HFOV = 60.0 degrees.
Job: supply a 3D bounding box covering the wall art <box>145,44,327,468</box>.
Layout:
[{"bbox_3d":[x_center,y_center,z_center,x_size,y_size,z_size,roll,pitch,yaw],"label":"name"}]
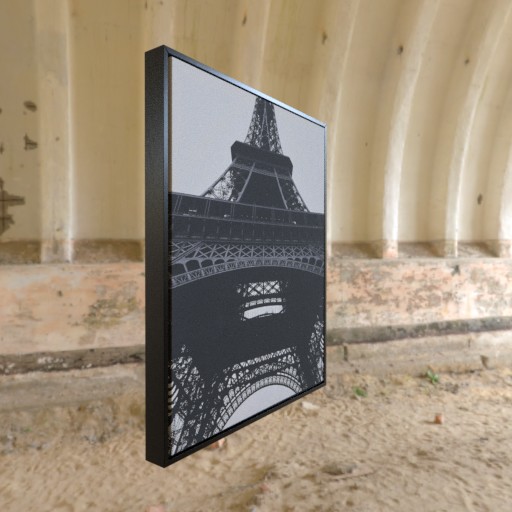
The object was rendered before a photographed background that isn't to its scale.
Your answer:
[{"bbox_3d":[0.000,0.000,0.769,0.039,0.553,0.451,0,1,37],"label":"wall art"}]
